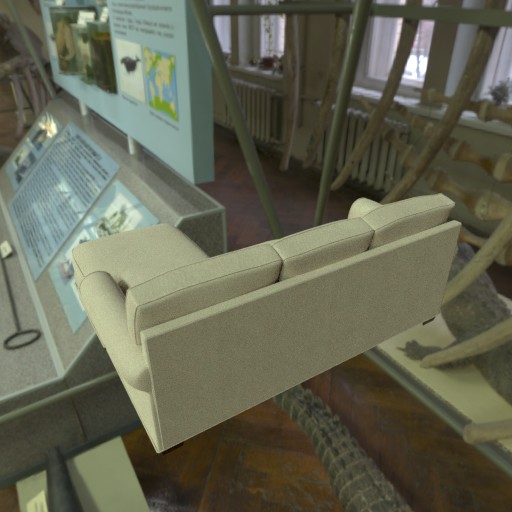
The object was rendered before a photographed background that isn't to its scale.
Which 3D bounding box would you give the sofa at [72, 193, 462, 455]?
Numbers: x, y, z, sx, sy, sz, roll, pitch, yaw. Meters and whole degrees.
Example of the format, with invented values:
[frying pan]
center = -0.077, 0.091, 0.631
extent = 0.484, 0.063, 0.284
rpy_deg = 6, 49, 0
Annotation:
[sofa]
center = 0.000, 0.000, 2.352
extent = 1.770, 0.734, 1.226
rpy_deg = -17, 34, -27
